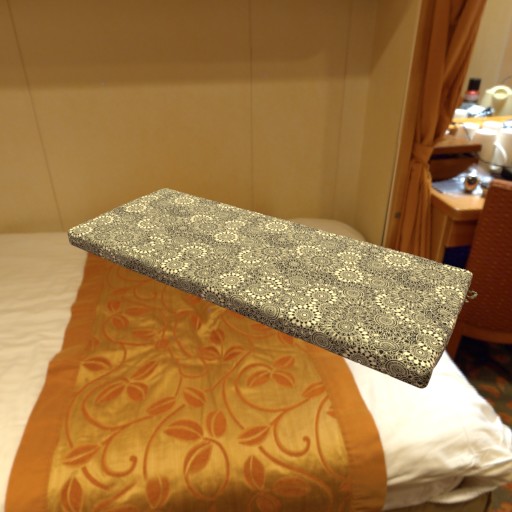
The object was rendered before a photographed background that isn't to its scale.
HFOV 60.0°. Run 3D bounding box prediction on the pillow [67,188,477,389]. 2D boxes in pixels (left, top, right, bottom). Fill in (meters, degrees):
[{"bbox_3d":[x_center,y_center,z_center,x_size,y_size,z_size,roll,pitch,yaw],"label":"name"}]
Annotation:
[{"bbox_3d":[0.000,0.000,1.335,1.187,0.081,0.492,18,34,29],"label":"pillow"}]
